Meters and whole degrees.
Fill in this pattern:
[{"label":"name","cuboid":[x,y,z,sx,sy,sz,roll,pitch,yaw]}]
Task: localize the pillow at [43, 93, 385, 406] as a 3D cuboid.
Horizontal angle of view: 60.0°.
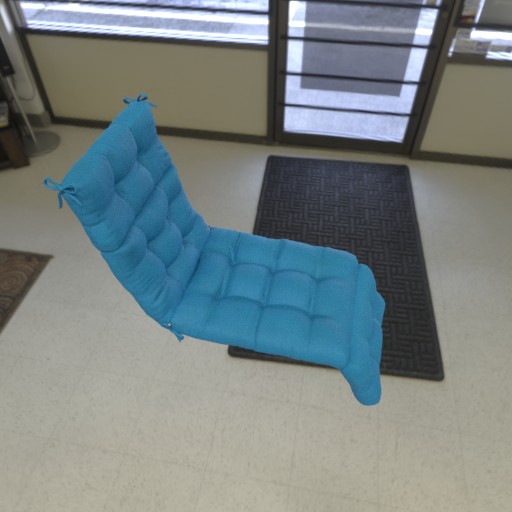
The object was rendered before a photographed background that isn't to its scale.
[{"label":"pillow","cuboid":[0.000,0.000,1.521,1.016,0.863,0.526,10,47,9]}]
